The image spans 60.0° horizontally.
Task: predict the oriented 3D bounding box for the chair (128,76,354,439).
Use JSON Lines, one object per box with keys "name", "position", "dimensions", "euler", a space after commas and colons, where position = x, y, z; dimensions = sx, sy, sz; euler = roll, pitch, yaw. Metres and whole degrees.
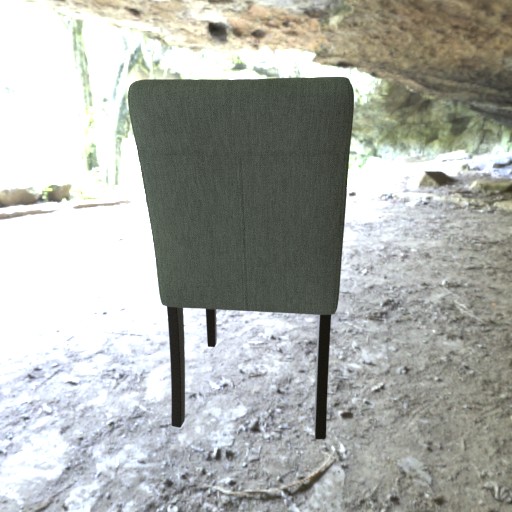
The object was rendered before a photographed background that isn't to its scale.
{"name": "chair", "position": [0.000, 0.000, 1.249], "dimensions": [0.487, 0.884, 0.629], "euler": [2, 16, 7]}
